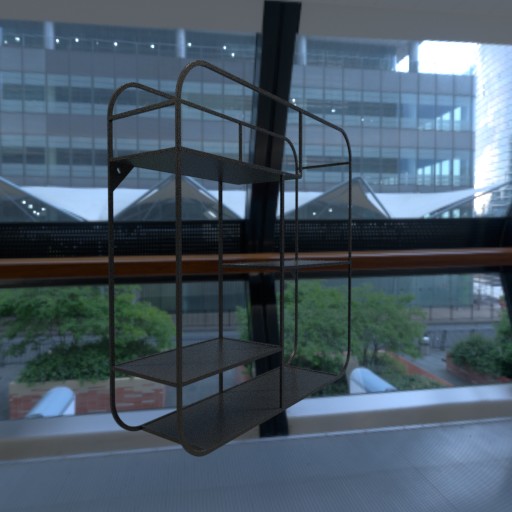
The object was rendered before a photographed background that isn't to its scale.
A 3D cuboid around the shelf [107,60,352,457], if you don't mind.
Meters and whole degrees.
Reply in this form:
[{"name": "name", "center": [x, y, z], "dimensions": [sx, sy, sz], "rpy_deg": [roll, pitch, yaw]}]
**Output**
[{"name": "shelf", "center": [0.000, 0.000, 0.917], "dimensions": [0.160, 0.600, 0.600], "rpy_deg": [1, 2, 36]}]
